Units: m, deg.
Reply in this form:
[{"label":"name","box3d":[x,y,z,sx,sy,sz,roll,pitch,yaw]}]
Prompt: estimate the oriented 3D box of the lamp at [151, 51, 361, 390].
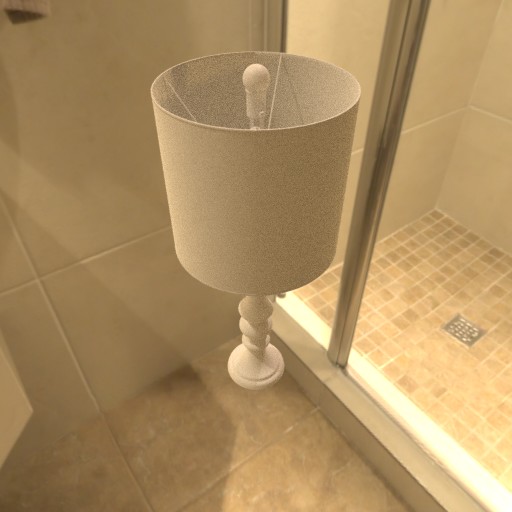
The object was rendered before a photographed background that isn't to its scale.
[{"label":"lamp","box3d":[0.000,0.000,0.717,0.250,0.597,0.250,11,42,12]}]
